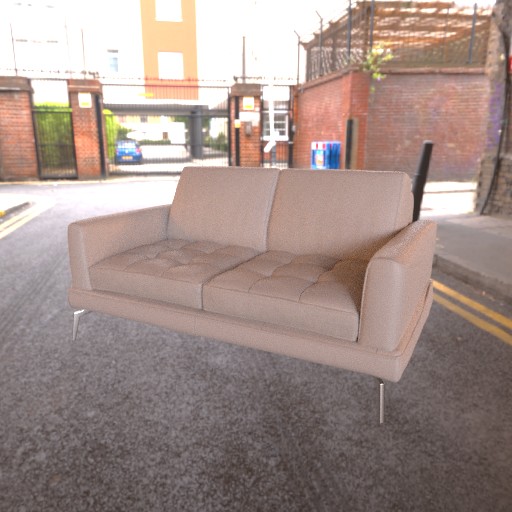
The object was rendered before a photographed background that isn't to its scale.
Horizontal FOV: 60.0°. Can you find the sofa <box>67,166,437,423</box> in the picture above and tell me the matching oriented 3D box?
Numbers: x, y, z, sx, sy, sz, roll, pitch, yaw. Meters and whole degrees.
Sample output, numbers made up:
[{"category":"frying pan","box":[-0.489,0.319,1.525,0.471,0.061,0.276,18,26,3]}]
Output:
[{"category":"sofa","box":[0.000,0.000,2.460,1.819,0.930,1.121,7,16,26]}]
